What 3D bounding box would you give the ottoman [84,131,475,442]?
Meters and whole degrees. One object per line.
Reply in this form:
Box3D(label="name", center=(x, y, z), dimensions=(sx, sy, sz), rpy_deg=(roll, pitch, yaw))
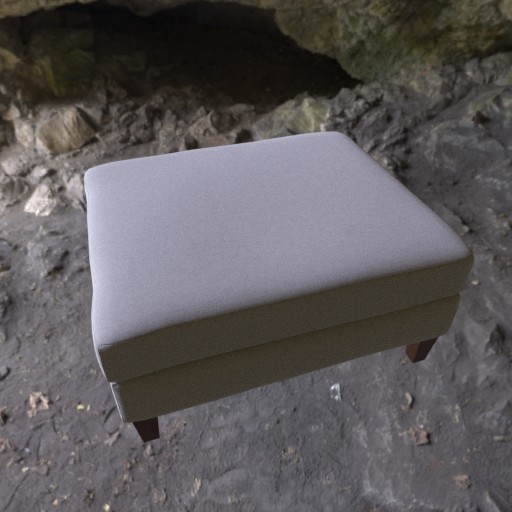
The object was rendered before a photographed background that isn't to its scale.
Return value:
Box3D(label="ottoman", center=(0.000, 0.000, 1.441), dimensions=(0.976, 0.492, 0.836), rpy_deg=(-12, 41, -14))
